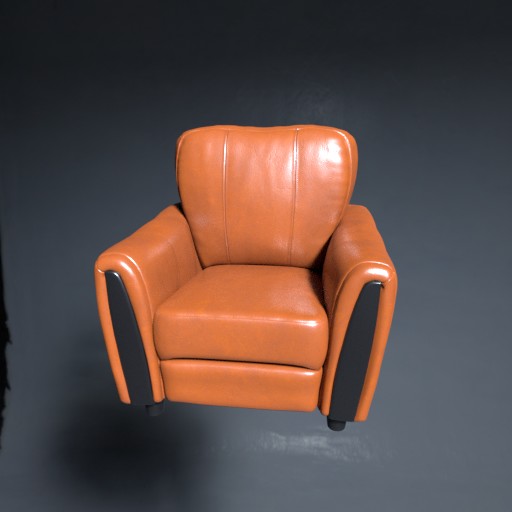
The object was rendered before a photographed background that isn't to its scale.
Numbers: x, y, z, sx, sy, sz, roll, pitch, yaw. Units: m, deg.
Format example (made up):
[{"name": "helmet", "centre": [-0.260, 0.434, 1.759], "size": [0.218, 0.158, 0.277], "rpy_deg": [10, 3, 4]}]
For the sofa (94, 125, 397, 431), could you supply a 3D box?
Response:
[{"name": "sofa", "centre": [0.000, 0.000, 1.515], "size": [0.836, 0.876, 0.789], "rpy_deg": [2, 14, 7]}]
